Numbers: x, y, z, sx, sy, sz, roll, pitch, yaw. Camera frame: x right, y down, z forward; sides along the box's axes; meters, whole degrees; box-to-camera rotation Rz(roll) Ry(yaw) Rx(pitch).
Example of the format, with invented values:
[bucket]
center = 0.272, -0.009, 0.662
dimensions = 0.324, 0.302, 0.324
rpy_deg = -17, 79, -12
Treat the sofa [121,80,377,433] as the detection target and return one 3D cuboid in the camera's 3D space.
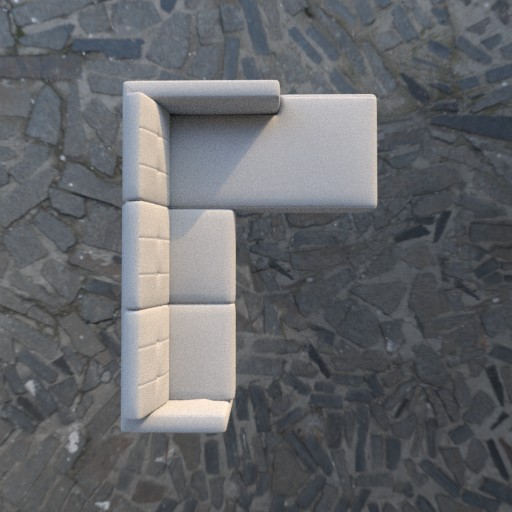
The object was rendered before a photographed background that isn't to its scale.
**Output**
[sofa]
center = 0.000, 0.000, 2.793
dimensions = 1.530, 0.860, 2.040
rpy_deg = 0, 89, 1
